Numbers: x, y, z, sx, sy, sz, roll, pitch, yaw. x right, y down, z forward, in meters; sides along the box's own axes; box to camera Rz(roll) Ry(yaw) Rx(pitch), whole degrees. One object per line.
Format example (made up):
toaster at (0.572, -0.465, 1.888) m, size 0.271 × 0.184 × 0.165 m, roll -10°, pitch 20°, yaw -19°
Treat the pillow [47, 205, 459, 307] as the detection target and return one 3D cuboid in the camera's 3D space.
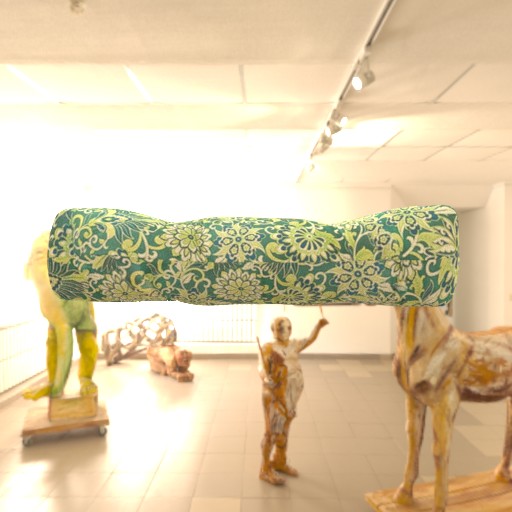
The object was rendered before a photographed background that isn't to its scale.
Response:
pillow at (0.000, 0.000, 0.727) m, size 0.490 × 0.128 × 0.468 m, roll 0°, pitch 1°, yaw 0°
